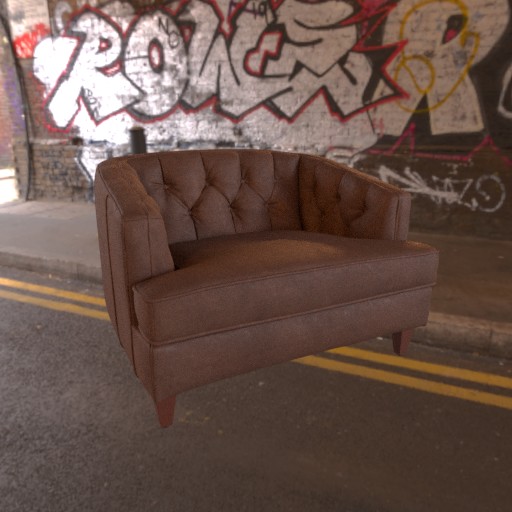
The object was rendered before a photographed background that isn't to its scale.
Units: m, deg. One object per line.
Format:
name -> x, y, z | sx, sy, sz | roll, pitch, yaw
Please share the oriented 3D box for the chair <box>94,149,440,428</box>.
chair -> 0.000, 0.000, 1.748 | 1.118, 0.787, 0.914 | -8, 18, -26
